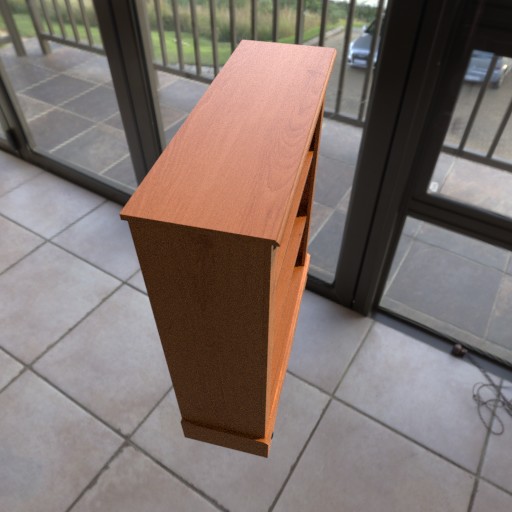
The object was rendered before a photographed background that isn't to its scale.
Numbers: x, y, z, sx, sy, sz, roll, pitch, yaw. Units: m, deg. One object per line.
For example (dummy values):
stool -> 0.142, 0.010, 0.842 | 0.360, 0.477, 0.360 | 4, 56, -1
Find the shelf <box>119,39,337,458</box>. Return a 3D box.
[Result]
shelf -> 0.000, 0.000, 1.392 | 0.291, 0.980, 0.840 | 10, 47, 10
